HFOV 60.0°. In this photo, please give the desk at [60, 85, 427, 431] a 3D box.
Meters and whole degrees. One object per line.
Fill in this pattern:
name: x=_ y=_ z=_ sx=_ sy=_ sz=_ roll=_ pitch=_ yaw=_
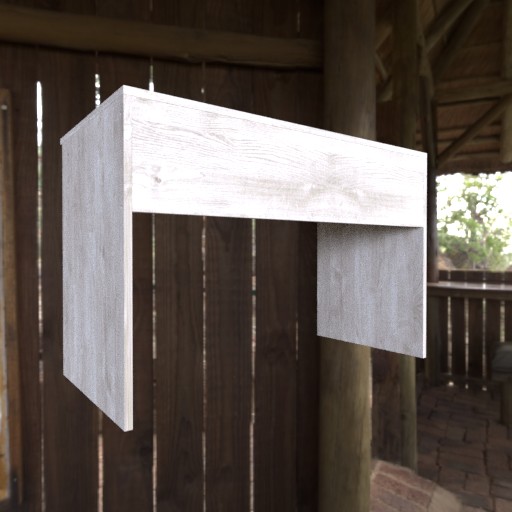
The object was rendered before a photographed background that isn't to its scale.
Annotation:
desk: x=0.000 y=0.000 z=1.483 sx=1.100 sy=0.730 sz=0.560 roll=-1 pitch=1 yaw=-36
